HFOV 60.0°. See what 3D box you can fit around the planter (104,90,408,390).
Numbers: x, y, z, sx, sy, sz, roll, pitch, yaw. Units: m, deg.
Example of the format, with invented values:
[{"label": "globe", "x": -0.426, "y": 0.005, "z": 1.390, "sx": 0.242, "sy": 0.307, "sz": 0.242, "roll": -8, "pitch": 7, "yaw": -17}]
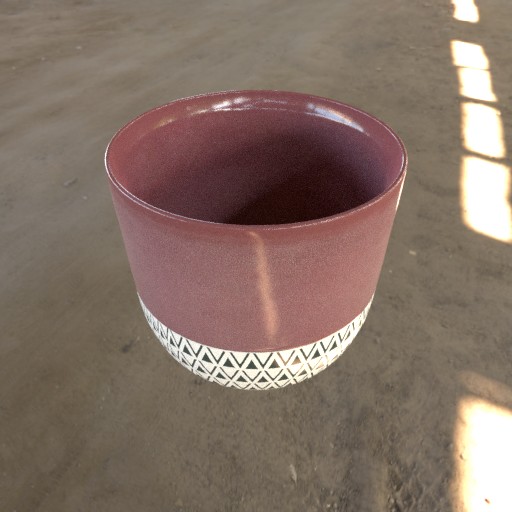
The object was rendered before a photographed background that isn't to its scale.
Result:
[{"label": "planter", "x": 0.000, "y": 0.000, "z": 0.486, "sx": 0.266, "sy": 0.270, "sz": 0.266, "roll": 0, "pitch": 40, "yaw": 0}]
